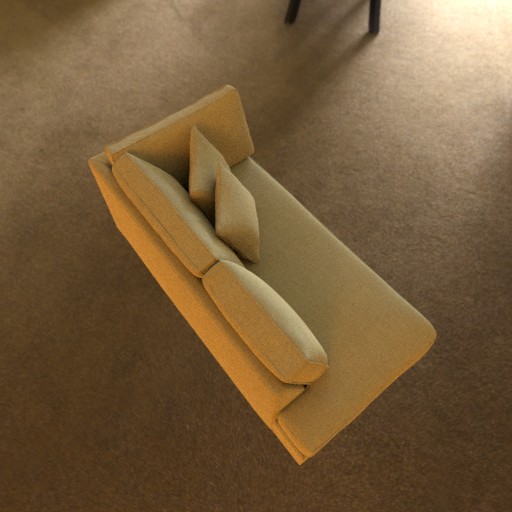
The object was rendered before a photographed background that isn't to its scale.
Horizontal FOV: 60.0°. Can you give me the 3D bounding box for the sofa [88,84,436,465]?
[{"bbox_3d":[0.000,0.000,2.881,1.110,1.019,2.238,-33,64,-19],"label":"sofa"}]
